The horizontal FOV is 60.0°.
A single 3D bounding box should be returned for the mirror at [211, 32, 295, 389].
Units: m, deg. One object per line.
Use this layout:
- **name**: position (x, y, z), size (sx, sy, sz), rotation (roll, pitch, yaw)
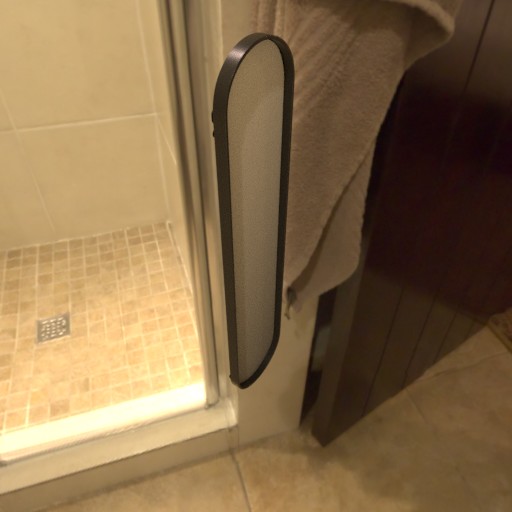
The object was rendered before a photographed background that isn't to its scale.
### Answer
- **mirror**: position (0.000, 0.000, 1.075), size (0.032, 0.991, 0.222), rotation (25, 47, 26)
